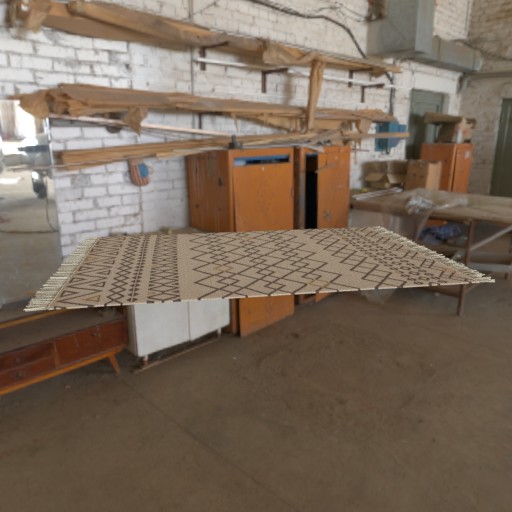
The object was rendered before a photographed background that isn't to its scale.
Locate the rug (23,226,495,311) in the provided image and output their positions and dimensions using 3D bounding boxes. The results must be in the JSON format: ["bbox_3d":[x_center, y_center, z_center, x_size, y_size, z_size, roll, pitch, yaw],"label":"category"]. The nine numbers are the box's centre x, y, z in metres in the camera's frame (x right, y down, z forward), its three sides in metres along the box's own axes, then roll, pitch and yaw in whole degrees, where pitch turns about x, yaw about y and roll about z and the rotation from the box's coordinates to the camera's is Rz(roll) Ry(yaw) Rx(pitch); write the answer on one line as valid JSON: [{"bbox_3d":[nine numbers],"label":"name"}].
[{"bbox_3d":[0.000,0.000,2.424,2.023,0.028,1.224,-3,16,-10],"label":"rug"}]
